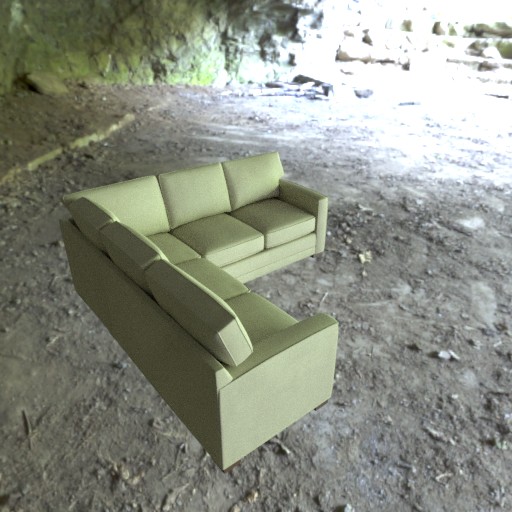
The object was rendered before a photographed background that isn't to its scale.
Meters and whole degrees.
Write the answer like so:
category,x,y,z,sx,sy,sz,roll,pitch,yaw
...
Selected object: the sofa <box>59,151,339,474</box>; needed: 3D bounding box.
category,x,y,z,sx,sy,sz,roll,pitch,yaw
sofa,0.000,0.000,3.400,2.189,0.939,2.182,-21,35,-33
